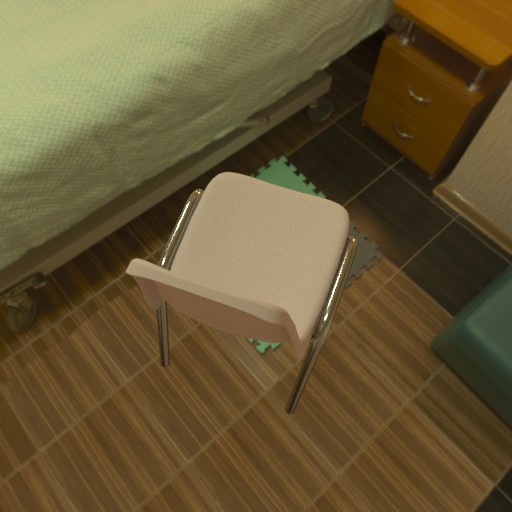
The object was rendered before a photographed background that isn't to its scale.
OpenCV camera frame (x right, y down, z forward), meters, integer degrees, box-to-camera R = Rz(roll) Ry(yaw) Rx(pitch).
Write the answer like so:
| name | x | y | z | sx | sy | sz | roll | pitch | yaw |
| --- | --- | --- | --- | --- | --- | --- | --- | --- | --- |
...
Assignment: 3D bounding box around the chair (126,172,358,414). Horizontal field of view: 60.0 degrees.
| name | x | y | z | sx | sy | sz | roll | pitch | yaw |
| --- | --- | --- | --- | --- | --- | --- | --- | --- | --- |
| chair | 0.000 | 0.000 | 0.839 | 0.354 | 0.586 | 0.423 | 18 | 65 | 9 |
